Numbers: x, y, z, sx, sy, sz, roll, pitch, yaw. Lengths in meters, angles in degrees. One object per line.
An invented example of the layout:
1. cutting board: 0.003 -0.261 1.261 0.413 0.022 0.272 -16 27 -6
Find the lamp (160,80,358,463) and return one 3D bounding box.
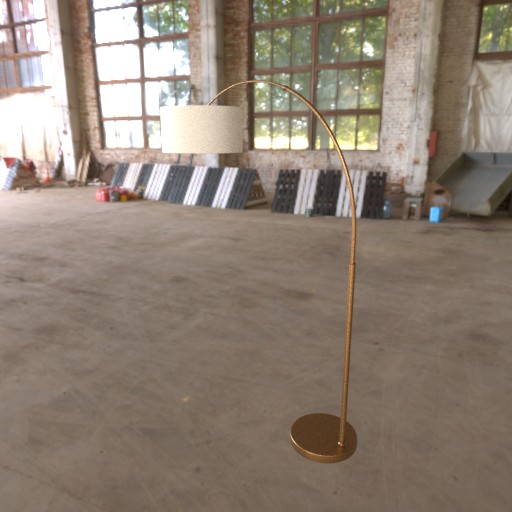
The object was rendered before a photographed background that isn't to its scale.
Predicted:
1. lamp: 0.000 0.000 2.590 0.493 1.927 1.434 -14 21 -43
